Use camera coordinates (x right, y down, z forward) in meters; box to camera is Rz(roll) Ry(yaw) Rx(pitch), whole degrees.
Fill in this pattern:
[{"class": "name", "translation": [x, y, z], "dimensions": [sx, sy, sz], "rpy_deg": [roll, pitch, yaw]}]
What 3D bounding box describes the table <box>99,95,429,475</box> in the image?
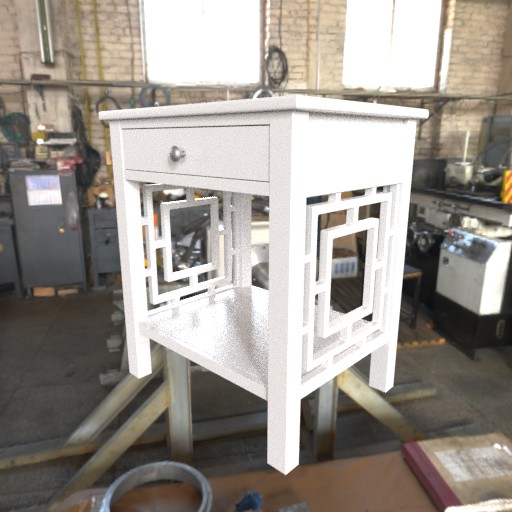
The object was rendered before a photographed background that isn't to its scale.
[{"class": "table", "translation": [0.000, 0.000, 1.033], "dimensions": [0.564, 0.646, 0.451], "rpy_deg": [14, 20, 42]}]
